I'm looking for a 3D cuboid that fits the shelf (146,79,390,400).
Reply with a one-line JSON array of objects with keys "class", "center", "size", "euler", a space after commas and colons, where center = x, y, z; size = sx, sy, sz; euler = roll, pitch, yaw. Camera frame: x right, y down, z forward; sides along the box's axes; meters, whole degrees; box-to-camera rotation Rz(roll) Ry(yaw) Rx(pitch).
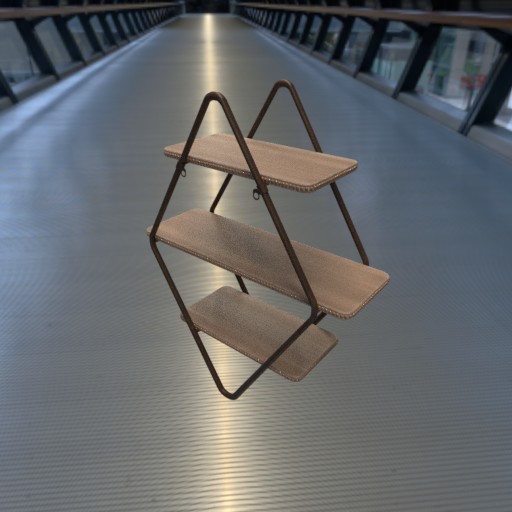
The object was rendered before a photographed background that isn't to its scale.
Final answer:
[{"class": "shelf", "center": [0.000, 0.000, 1.068], "size": [0.609, 0.774, 0.234], "euler": [21, 35, 34]}]
